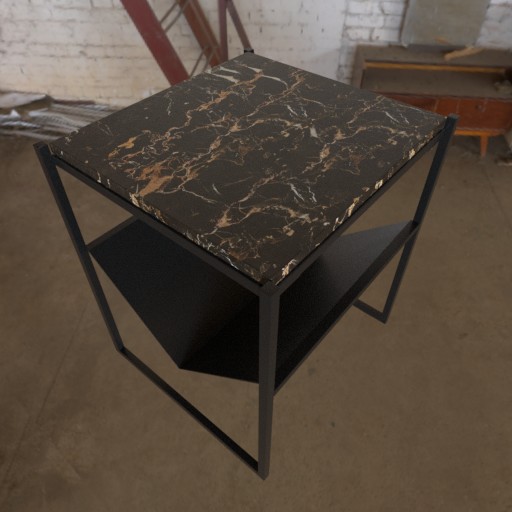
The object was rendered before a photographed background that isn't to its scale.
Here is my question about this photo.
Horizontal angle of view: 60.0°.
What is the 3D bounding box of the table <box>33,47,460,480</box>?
[{"bbox_3d":[0.000,0.000,0.844,0.432,0.534,0.469,31,53,27],"label":"table"}]
